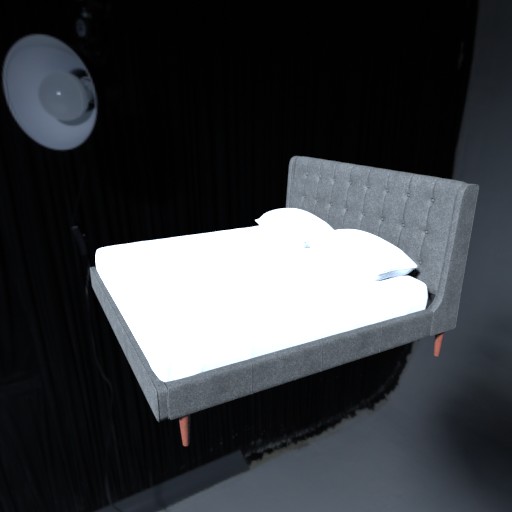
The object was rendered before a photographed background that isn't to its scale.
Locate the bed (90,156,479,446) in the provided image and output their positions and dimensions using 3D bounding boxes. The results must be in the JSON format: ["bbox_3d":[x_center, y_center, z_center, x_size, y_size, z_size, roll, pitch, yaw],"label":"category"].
[{"bbox_3d":[0.000,0.000,2.549,1.638,0.933,1.531,-10,21,-27],"label":"bed"}]
